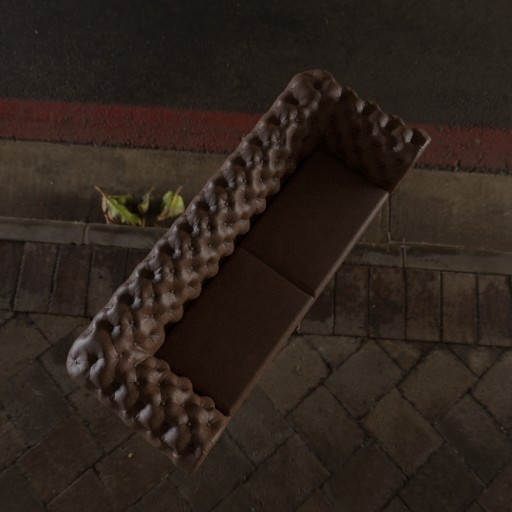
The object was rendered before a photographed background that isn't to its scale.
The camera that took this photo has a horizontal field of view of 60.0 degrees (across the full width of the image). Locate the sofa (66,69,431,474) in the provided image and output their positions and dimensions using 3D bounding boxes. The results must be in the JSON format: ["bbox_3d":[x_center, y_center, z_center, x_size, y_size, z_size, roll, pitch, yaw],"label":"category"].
[{"bbox_3d":[0.000,0.000,2.819,0.944,0.783,2.385,36,78,9],"label":"sofa"}]
